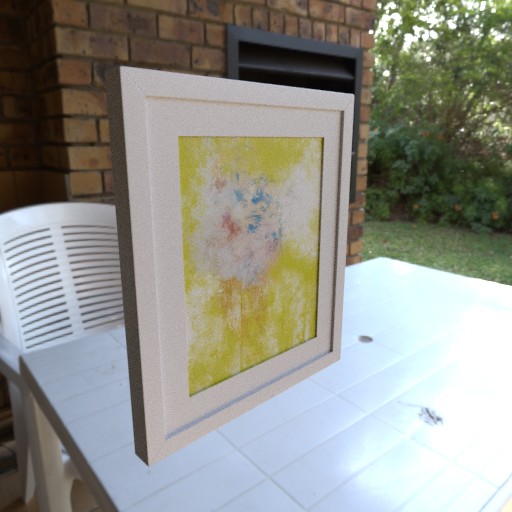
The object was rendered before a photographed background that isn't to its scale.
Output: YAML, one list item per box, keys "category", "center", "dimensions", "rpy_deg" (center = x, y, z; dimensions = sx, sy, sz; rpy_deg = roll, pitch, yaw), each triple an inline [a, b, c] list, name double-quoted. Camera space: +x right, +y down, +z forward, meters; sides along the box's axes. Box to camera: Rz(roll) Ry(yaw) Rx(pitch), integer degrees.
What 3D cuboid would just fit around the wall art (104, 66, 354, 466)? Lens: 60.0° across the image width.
- category: "wall art"
  center: [0.000, 0.000, 0.524]
  dimensions: [0.331, 0.381, 0.028]
  rpy_deg: [-14, 20, -42]
